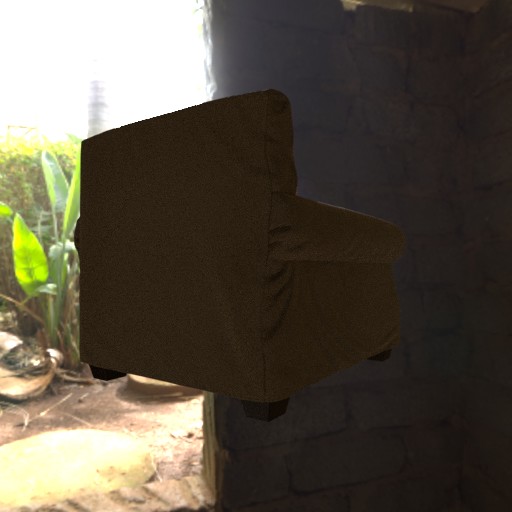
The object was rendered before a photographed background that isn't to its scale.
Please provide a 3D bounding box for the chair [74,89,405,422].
[{"bbox_3d":[0.000,0.000,1.731,0.940,0.866,1.066,-1,-1,35],"label":"chair"}]
